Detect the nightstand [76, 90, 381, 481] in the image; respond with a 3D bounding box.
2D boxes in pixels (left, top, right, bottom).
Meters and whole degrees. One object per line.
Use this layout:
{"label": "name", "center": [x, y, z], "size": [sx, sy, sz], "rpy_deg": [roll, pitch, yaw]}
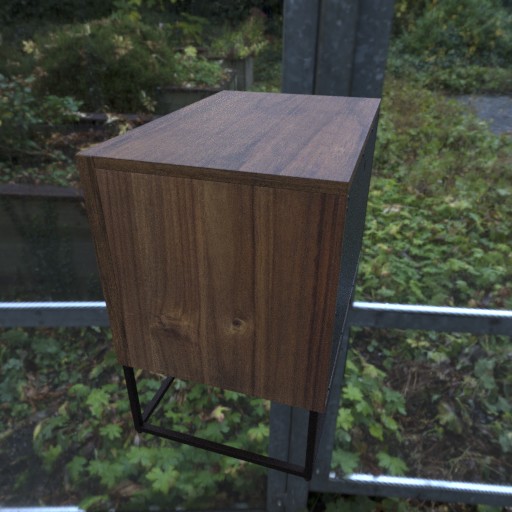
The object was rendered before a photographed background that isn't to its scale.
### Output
{"label": "nightstand", "center": [0.000, 0.000, 1.011], "size": [0.437, 0.610, 0.610], "rpy_deg": [9, 30, 15]}
